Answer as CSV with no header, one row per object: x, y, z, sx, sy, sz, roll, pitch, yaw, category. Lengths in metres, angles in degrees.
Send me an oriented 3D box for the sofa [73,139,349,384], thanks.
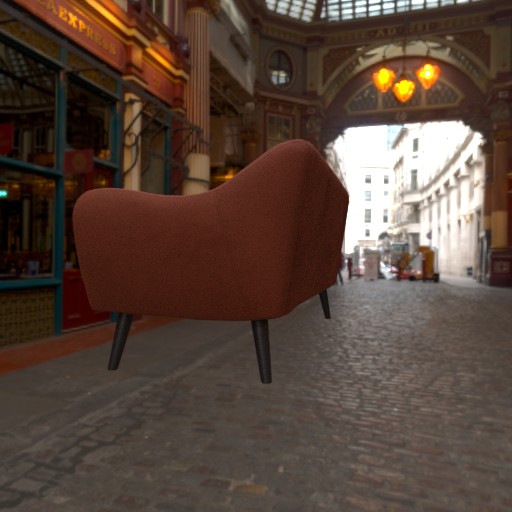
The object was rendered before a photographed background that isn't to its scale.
0.000,0.000,2.279,0.820,0.836,1.840,0,0,17,sofa
